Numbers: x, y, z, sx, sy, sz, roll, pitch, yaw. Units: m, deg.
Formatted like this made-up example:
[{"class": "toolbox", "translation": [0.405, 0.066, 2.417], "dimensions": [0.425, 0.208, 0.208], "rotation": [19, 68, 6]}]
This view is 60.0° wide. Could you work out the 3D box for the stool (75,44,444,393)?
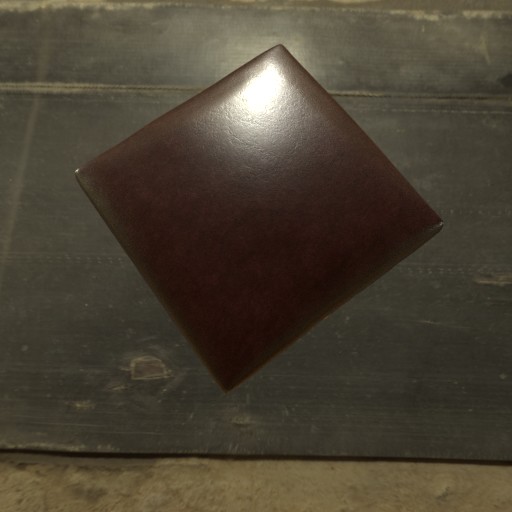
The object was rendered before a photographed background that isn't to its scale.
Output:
[{"class": "stool", "translation": [0.000, 0.000, 0.914], "dimensions": [0.382, 0.702, 0.383], "rotation": [-36, 77, -9]}]
